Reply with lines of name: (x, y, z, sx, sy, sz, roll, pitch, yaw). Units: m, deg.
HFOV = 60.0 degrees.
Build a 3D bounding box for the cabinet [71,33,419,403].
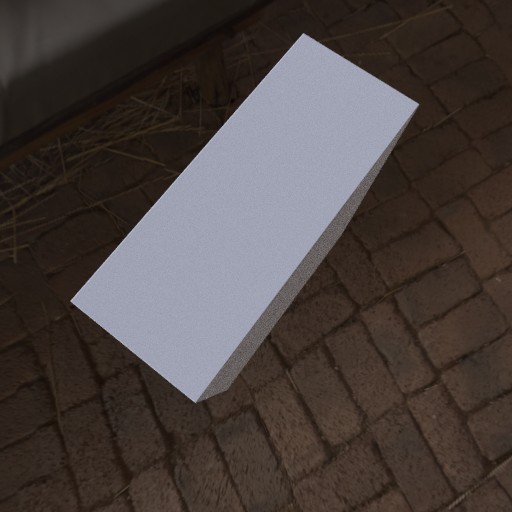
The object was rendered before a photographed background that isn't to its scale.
cabinet: (0.000, 0.000, 1.748, 0.400, 1.190, 1.000, 36, 78, 9)
